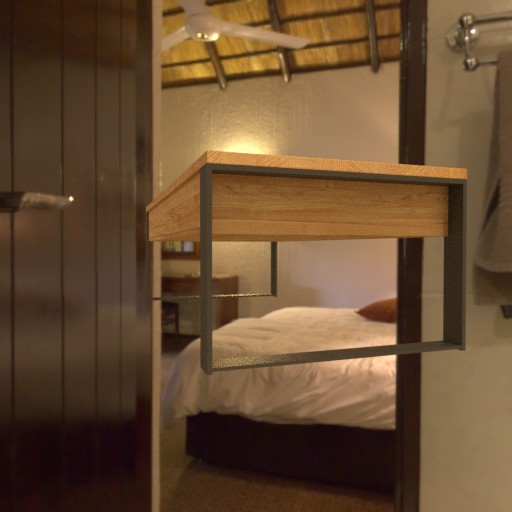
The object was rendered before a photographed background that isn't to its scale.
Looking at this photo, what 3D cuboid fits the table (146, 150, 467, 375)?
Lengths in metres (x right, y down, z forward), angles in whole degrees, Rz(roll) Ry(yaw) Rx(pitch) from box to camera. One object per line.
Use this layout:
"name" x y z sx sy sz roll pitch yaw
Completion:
"table" 0.000 0.000 1.439 0.590 0.400 1.180 0 1 -19
